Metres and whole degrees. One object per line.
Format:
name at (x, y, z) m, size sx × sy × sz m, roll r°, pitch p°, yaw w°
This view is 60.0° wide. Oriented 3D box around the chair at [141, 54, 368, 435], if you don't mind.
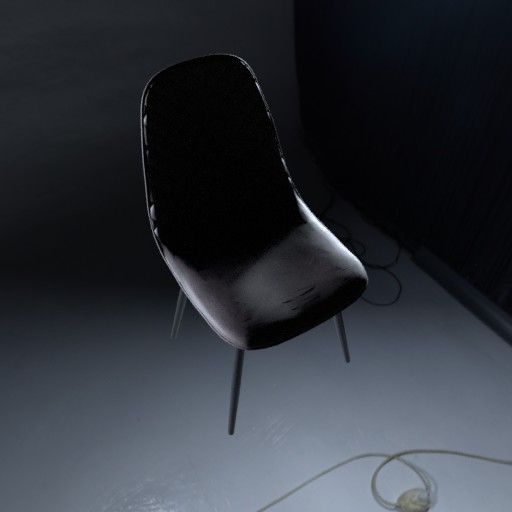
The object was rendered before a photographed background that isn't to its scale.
chair at (0.000, 0.000, 1.220) m, size 0.472 × 0.889 × 0.561 m, roll -25°, pitch 51°, yaw -22°
